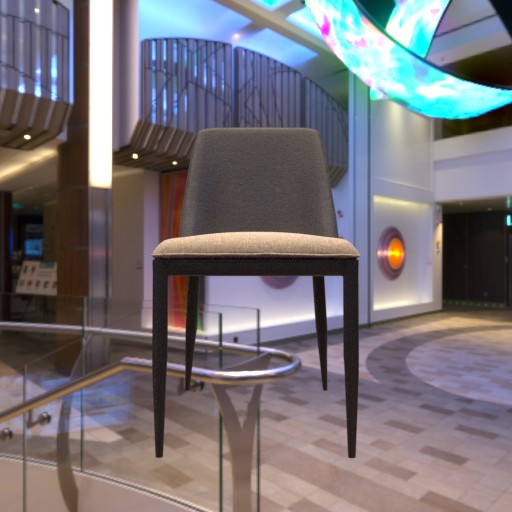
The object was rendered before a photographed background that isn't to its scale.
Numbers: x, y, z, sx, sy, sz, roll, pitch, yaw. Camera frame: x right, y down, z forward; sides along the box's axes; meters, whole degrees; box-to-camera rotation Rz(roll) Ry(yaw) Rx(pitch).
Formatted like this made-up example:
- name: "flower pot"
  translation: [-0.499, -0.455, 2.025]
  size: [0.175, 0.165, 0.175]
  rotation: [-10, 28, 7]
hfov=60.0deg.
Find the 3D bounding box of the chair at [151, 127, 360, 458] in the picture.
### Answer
- name: "chair"
  translation: [0.000, 0.000, 1.187]
  size: [0.480, 0.839, 0.551]
  rotation: [0, 0, 0]
